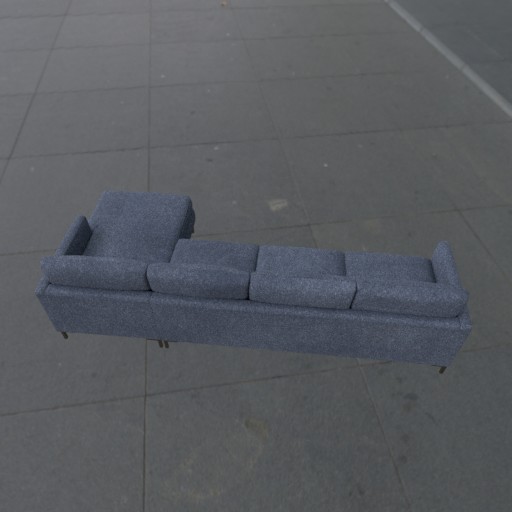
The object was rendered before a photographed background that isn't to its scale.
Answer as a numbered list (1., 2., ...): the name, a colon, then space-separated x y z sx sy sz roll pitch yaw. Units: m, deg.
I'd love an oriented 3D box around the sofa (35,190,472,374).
1. sofa: 0.000 0.000 3.473 2.932 0.810 1.350 4 47 4
